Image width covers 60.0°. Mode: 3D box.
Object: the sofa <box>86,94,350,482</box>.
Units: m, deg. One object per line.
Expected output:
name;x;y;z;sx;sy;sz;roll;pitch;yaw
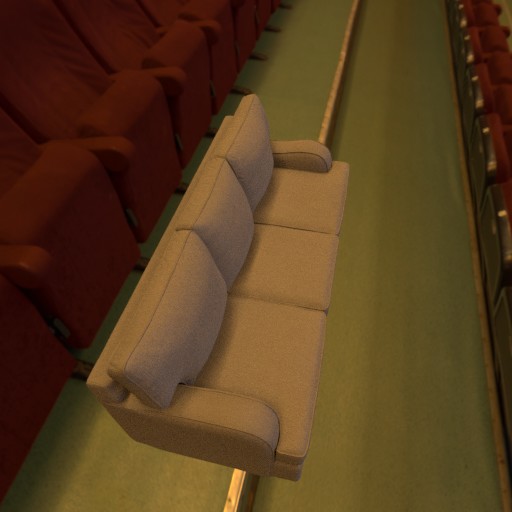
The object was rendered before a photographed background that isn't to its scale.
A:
sofa;0.000;0.000;2.805;1.016;0.991;2.323;10;48;9
